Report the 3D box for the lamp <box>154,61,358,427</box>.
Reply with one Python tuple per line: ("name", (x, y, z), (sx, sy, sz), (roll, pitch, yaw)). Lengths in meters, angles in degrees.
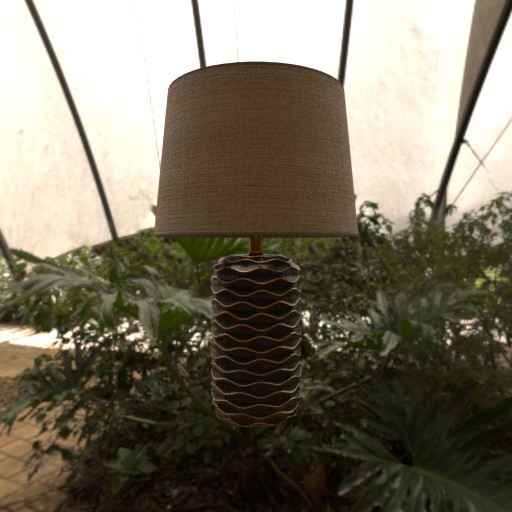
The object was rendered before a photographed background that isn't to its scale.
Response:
("lamp", (0.000, 0.000, 0.836), (0.376, 0.594, 0.376), (0, 2, 0))
